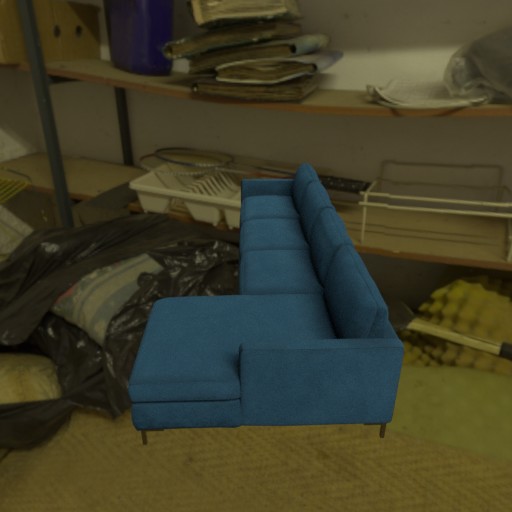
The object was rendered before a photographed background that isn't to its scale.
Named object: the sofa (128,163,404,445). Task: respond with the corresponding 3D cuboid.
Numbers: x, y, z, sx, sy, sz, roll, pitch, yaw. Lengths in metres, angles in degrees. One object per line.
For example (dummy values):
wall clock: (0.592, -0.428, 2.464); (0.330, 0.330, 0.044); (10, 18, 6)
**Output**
sofa: (0.000, 0.000, 3.456); (1.350, 0.810, 2.932); (-1, 26, -1)
